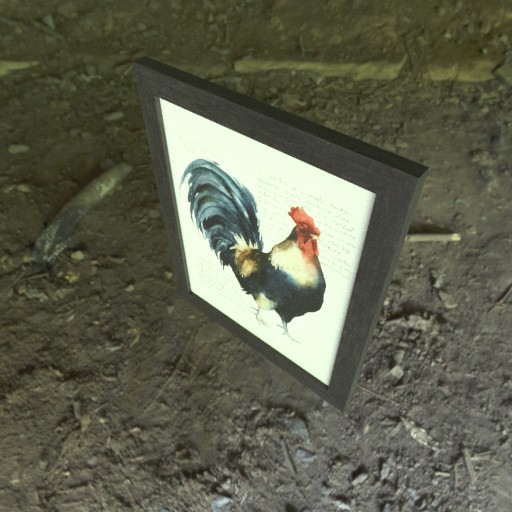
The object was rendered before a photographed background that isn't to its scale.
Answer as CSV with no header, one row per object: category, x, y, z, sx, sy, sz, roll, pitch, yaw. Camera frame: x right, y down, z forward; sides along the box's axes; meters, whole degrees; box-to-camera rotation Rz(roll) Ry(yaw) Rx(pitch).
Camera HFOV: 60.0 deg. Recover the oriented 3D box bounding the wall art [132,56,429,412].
wall art,0.000,0.000,0.801,0.479,0.580,0.027,31,53,26
